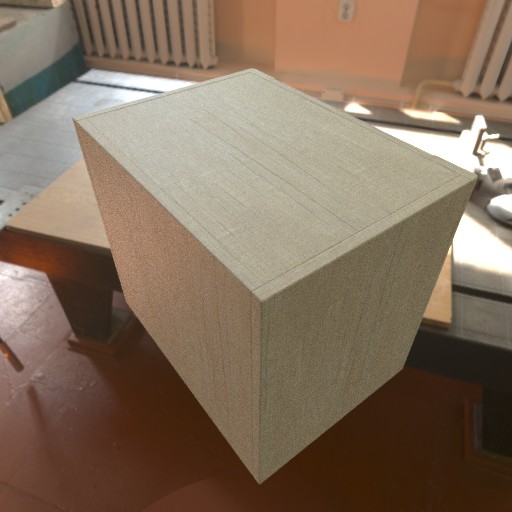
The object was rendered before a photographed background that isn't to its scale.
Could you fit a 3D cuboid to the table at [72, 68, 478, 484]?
[{"bbox_3d":[0.000,0.000,0.915,0.420,0.510,0.570,-27,49,-27],"label":"table"}]
